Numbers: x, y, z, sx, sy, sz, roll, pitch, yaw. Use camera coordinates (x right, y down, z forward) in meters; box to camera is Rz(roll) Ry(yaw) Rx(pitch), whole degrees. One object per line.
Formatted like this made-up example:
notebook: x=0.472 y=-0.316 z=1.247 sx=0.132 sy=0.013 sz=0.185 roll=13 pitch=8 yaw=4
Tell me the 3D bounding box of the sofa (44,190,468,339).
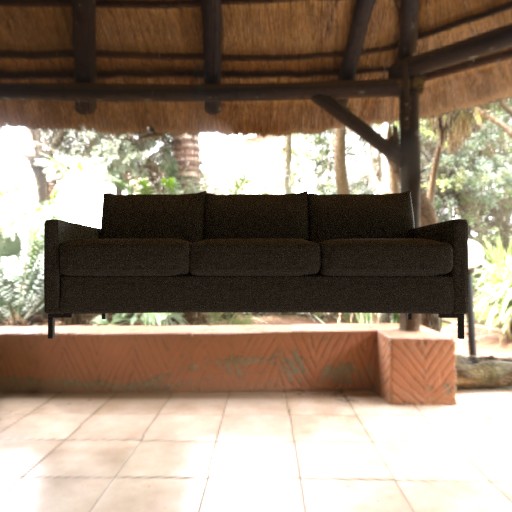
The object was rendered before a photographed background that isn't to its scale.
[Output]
sofa: x=0.000 y=0.000 z=2.719 sx=2.253 sy=0.879 sz=0.876 roll=0 pitch=-1 yaw=0
